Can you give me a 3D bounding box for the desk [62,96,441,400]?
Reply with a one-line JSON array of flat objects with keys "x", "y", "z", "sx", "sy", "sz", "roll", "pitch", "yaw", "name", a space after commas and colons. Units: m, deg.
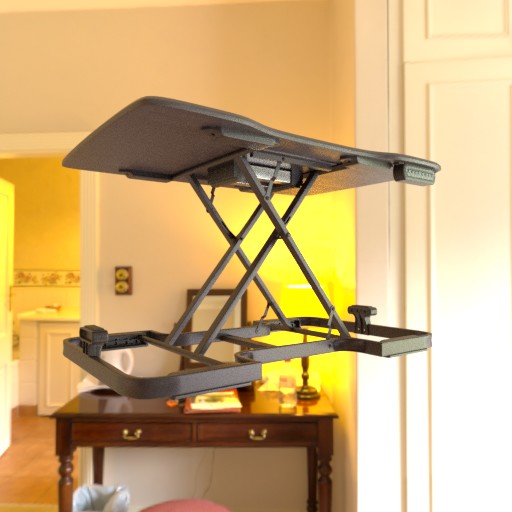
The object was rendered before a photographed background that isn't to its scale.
[{"x": 0.000, "y": 0.000, "z": 1.103, "sx": 0.820, "sy": 0.470, "sz": 0.546, "roll": 1, "pitch": -2, "yaw": -36, "name": "desk"}]
